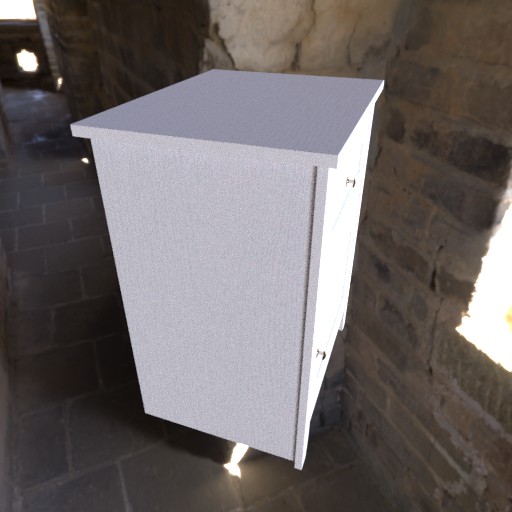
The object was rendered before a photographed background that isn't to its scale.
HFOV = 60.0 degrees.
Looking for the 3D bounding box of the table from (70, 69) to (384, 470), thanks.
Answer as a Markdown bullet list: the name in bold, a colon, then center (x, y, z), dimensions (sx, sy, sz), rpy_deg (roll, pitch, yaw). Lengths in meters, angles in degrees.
- **table**: center (0.000, 0.000, 0.925), dimensions (0.381, 0.635, 0.480), rpy_deg (11, 34, 17)
